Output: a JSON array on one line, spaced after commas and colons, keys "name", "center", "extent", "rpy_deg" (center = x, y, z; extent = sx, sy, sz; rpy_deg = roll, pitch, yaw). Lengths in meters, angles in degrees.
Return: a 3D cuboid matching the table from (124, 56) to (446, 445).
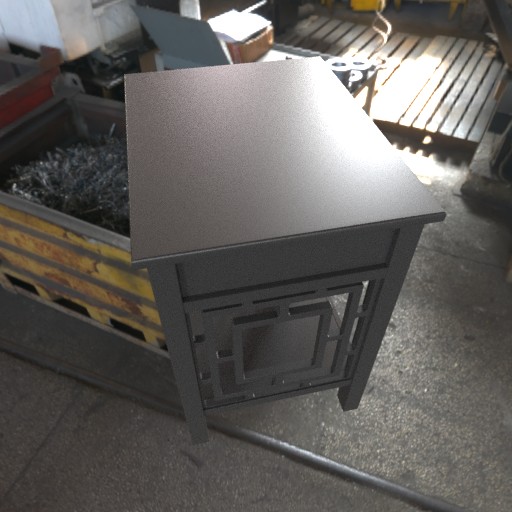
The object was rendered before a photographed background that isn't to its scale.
[{"name": "table", "center": [0.000, 0.000, 1.017], "extent": [0.451, 0.646, 0.564], "rpy_deg": [-9, 46, -9]}]
